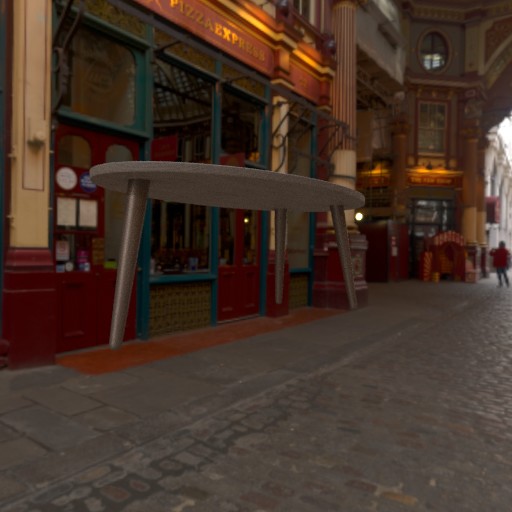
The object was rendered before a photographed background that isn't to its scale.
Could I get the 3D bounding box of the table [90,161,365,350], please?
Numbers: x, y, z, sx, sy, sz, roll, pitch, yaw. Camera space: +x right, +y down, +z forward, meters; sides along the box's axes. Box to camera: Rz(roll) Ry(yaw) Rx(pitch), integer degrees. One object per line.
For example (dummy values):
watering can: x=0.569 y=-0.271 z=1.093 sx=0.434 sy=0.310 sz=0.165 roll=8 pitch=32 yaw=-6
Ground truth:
table: x=0.000 y=0.000 z=1.354 sx=0.542 sy=0.390 sz=1.083 roll=1 pitch=1 yaw=36
